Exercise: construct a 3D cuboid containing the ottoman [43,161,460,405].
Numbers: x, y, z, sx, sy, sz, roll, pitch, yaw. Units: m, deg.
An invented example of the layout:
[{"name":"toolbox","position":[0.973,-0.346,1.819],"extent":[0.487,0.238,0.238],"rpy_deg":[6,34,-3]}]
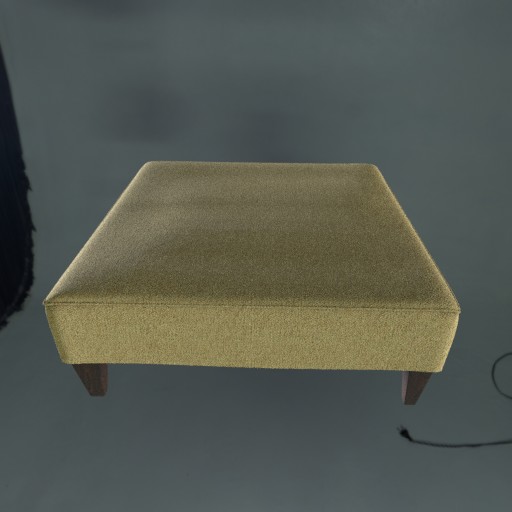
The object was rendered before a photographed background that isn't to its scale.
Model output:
[{"name":"ottoman","position":[0.000,0.000,1.497],"extent":[0.970,0.378,0.981],"rpy_deg":[1,31,2]}]
